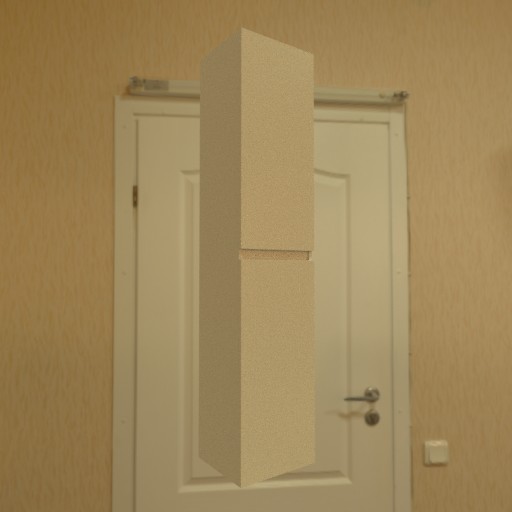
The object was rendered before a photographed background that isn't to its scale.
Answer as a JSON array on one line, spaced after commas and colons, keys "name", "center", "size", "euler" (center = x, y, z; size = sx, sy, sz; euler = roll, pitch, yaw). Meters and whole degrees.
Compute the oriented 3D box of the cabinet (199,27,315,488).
[{"name": "cabinet", "center": [0.000, 0.000, 1.542], "size": [0.300, 1.400, 0.269], "euler": [1, -2, -35]}]
